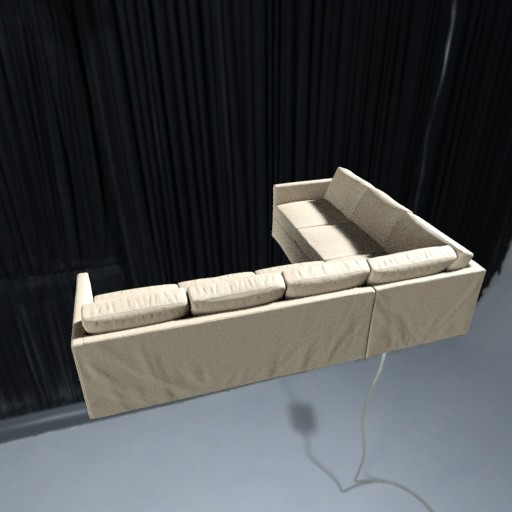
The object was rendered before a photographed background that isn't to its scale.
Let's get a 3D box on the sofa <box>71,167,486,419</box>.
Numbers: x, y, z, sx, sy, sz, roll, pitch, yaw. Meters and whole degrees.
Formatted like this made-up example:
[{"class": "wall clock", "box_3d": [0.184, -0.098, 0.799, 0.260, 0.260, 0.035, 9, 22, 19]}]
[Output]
[{"class": "sofa", "box_3d": [0.000, 0.000, 4.300, 3.182, 0.871, 2.432, -8, 30, -15]}]
